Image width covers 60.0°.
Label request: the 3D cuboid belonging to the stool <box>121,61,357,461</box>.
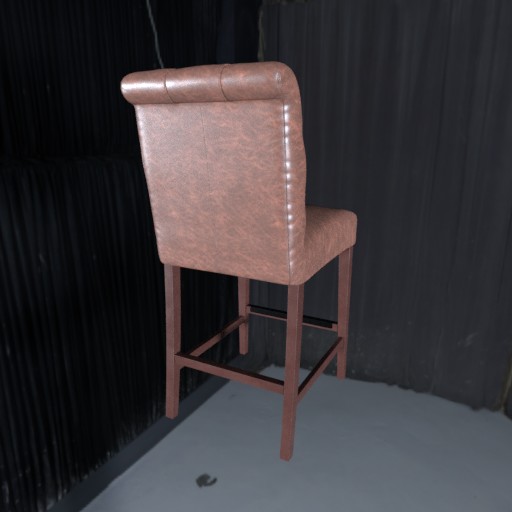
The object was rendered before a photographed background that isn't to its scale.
[{"bbox_3d":[0.000,0.000,1.448,0.486,1.084,0.660,8,17,27],"label":"stool"}]
